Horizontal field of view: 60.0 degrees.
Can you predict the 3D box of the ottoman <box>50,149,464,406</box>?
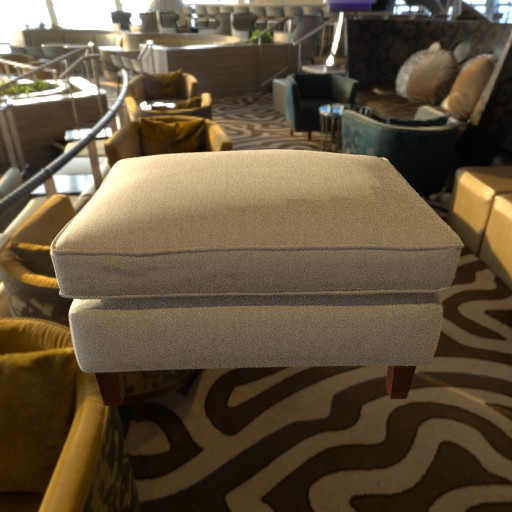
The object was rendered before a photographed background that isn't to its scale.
[{"bbox_3d":[0.000,0.000,0.947,0.665,0.406,0.501,-1,30,-1],"label":"ottoman"}]
